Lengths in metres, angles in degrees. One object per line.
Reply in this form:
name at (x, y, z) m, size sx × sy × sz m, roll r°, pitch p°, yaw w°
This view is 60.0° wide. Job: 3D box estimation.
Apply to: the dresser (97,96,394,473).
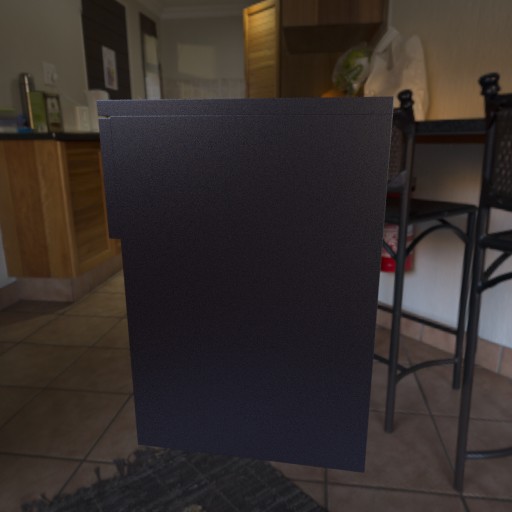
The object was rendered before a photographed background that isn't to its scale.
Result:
dresser at (0.000, 0.000, 0.741) m, size 0.360 × 0.470 × 0.400 m, roll 3°, pitch 16°, yaw 10°
